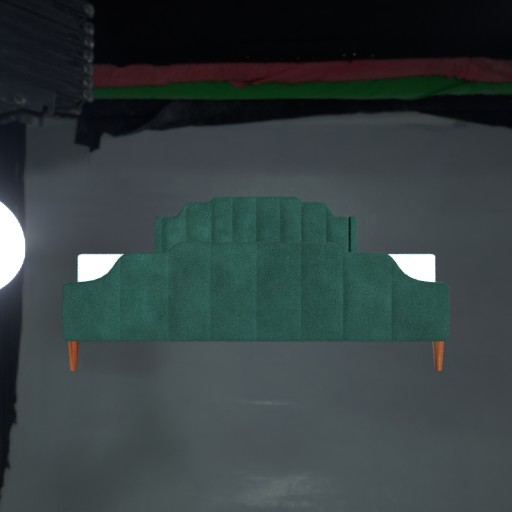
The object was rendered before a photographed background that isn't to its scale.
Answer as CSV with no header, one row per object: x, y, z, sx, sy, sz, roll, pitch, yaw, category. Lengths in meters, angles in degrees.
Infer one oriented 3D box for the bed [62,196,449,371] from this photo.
0.000,0.000,3.491,2.074,1.245,2.340,0,0,0,bed
